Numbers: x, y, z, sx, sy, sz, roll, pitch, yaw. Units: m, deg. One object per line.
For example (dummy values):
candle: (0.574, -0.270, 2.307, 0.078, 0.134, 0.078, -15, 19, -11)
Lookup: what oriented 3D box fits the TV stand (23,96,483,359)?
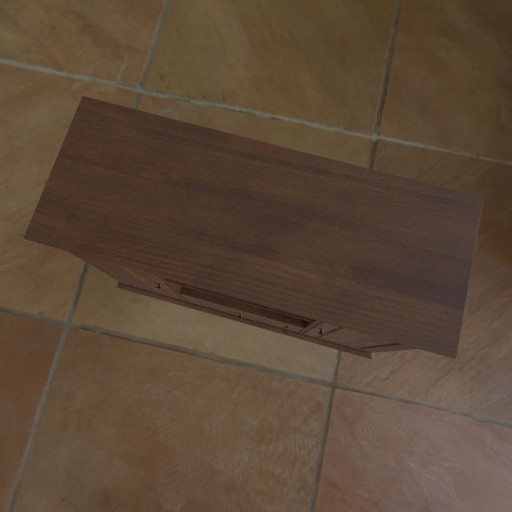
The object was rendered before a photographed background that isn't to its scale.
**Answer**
TV stand: (0.000, 0.000, 1.489, 1.067, 0.813, 0.406, 15, 77, 4)
